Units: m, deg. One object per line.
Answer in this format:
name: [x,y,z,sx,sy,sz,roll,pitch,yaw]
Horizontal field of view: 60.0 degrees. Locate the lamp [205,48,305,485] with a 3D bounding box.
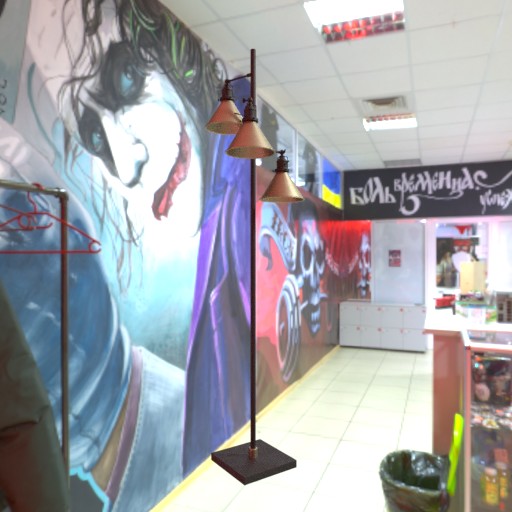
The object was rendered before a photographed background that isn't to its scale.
lamp: [0.000,0.000,1.861,0.415,1.716,0.428,0,0,-35]
